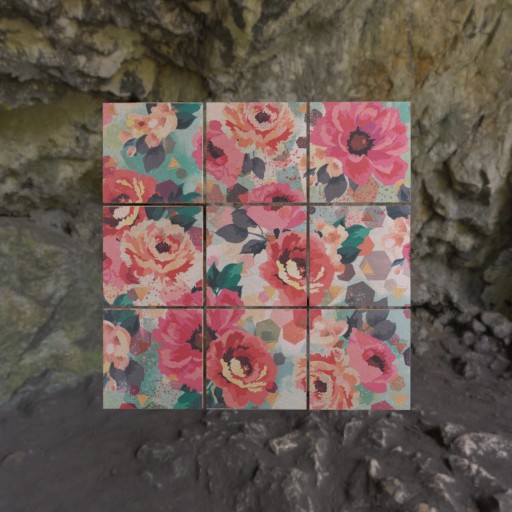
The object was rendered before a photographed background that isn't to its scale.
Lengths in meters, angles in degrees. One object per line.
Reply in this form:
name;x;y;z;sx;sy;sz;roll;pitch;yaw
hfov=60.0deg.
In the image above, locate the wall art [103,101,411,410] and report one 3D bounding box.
wall art;0.000;0.000;2.200;1.521;1.519;0.013;0;0;1
